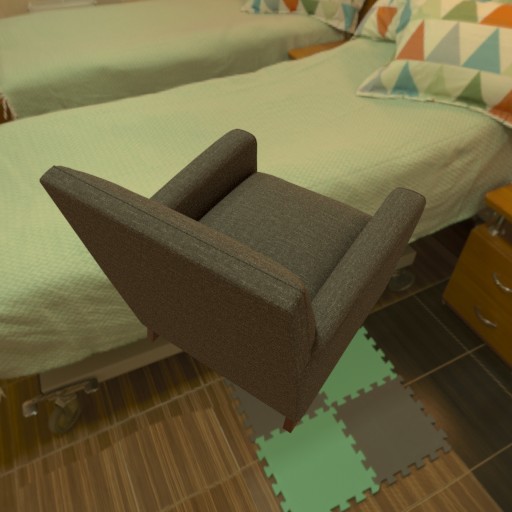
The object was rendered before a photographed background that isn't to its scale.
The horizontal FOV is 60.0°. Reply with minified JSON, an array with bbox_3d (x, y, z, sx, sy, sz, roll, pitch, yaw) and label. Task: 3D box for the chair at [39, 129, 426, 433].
[{"bbox_3d":[0.000,0.000,1.543,0.838,0.885,0.875,26,51,24],"label":"chair"}]
